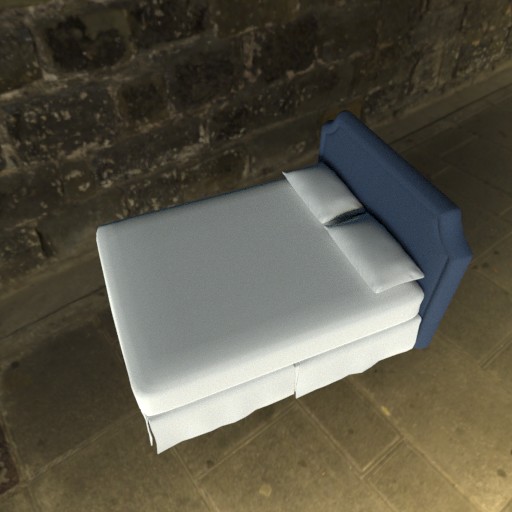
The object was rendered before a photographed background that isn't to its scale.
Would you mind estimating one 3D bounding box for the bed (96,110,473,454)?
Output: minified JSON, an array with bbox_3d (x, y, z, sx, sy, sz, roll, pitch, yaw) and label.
[{"bbox_3d":[0.000,0.000,3.385,2.260,1.297,1.831,-17,48,-15],"label":"bed"}]
